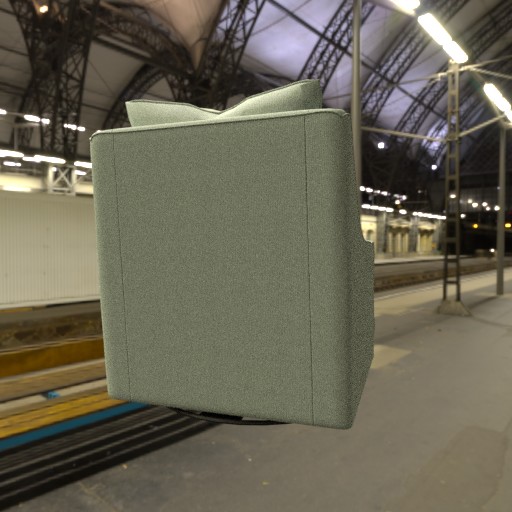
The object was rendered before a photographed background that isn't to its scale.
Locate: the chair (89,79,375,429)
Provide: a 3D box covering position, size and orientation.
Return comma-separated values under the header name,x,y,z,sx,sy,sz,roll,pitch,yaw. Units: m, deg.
name,x,y,z,sx,sy,sz,roll,pitch,yaw
chair,0.000,0.000,1.562,0.760,0.926,0.870,0,1,19
